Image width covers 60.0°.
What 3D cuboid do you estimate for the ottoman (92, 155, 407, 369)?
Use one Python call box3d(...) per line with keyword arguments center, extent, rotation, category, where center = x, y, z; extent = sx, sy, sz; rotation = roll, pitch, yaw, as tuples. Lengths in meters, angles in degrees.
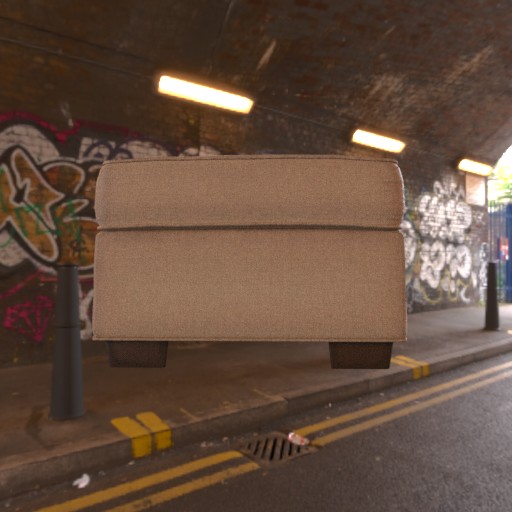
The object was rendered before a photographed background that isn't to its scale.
box3d(center=(0.000, 0.000, 1.392), extent=(0.617, 0.448, 1.097), rotation=(0, 0, 2), category="ottoman")
